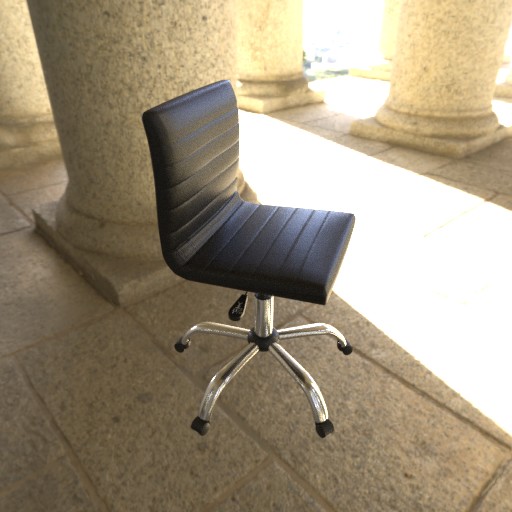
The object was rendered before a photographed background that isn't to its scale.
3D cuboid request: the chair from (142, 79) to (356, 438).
[{"bbox_3d":[0.000,0.000,1.127,0.530,0.780,0.556,10,32,17],"label":"chair"}]
